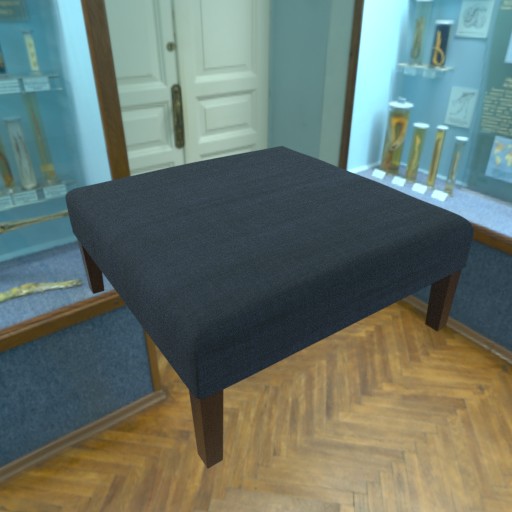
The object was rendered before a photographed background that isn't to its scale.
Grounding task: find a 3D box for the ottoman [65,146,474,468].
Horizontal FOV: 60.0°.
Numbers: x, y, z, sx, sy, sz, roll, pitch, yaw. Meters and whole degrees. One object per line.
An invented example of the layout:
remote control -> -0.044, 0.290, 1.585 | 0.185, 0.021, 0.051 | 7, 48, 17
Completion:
ottoman -> 0.000, 0.000, 1.404 | 0.890, 0.411, 0.889 | -19, 35, -30
